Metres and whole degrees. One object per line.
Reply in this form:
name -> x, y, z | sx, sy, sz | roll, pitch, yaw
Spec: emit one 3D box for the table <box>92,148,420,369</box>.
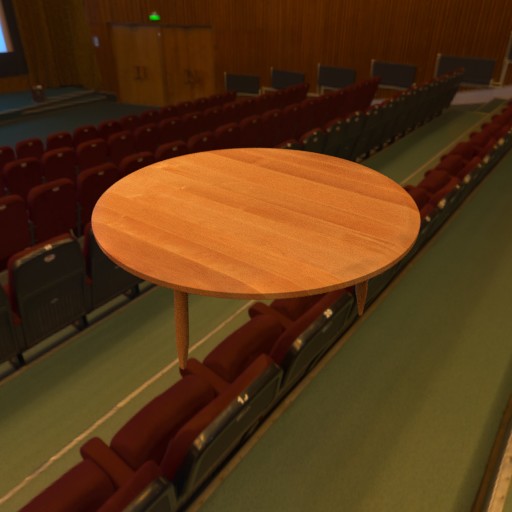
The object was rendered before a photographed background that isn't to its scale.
table -> 0.000, 0.000, 1.374 | 0.900, 0.400, 0.900 | 0, 32, 0
